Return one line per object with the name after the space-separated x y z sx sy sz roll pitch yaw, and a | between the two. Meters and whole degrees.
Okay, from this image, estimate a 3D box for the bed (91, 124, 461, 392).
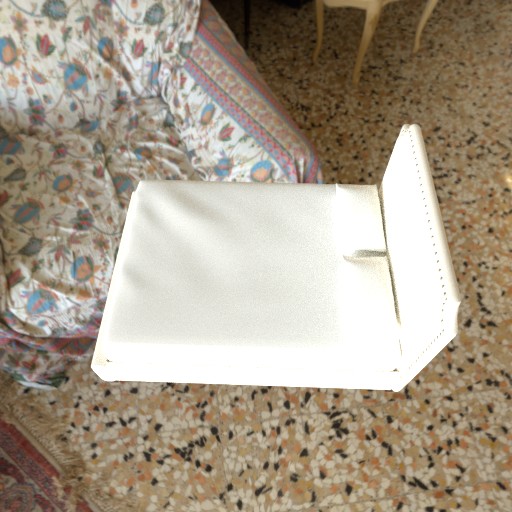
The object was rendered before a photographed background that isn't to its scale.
0.000 0.000 3.431 2.365 1.443 1.712 2 58 1 | bed
